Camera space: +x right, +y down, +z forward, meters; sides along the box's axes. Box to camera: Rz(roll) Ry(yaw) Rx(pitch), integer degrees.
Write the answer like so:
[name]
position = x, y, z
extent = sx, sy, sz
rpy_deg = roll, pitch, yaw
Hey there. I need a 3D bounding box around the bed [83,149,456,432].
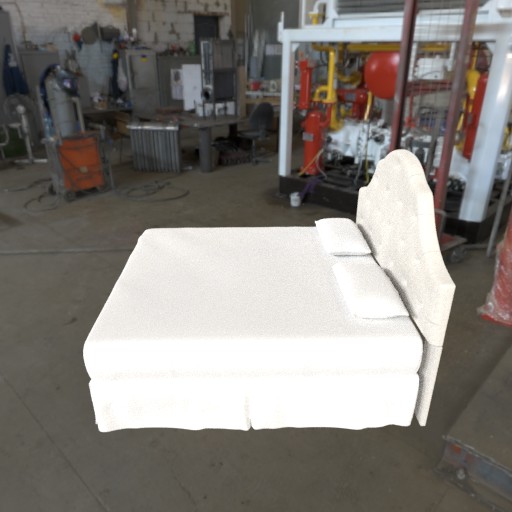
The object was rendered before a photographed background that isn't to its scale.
[bed]
position = 0.000, 0.000, 3.469
extent = 2.214, 1.615, 2.008
rpy_deg = -1, 25, -1
